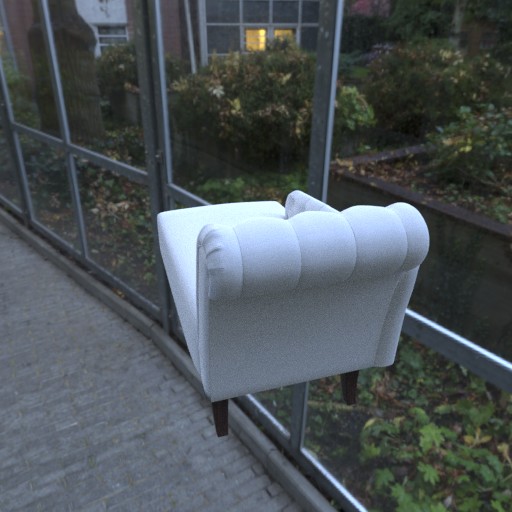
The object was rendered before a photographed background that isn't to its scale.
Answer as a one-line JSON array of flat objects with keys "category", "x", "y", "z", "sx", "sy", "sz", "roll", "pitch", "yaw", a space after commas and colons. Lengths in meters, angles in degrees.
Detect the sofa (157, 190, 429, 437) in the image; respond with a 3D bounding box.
[{"category": "sofa", "x": 0.000, "y": 0.000, "z": 1.818, "sx": 0.675, "sy": 0.787, "sz": 1.379, "roll": -8, "pitch": 27, "yaw": -16}]
